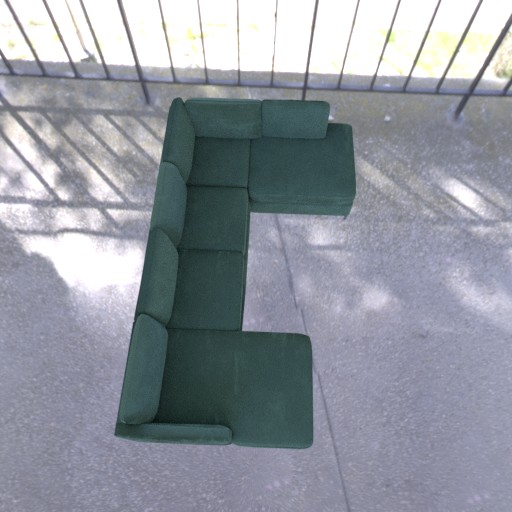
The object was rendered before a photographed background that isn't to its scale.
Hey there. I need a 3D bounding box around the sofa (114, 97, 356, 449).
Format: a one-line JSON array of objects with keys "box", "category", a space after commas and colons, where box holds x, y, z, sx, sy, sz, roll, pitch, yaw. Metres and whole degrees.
[{"box": [0.000, 0.000, 4.340, 2.055, 0.992, 3.434, 2, 64, 1], "category": "sofa"}]
